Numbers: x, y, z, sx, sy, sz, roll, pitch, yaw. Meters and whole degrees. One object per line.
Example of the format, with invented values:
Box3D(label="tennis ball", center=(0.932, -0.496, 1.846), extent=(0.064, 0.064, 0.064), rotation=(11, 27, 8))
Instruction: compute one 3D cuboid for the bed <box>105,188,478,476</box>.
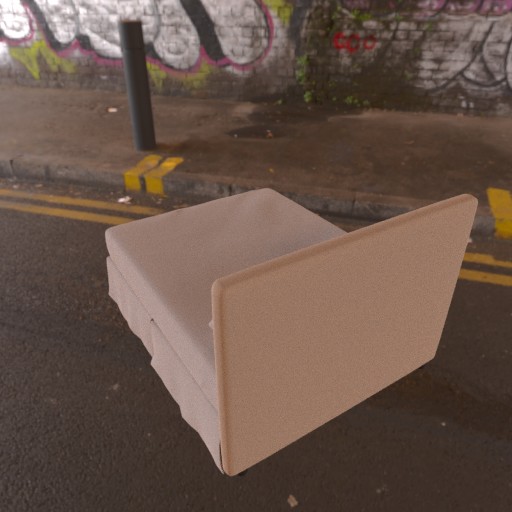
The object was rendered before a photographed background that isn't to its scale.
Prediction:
Box3D(label="bed", center=(0.000, 0.000, 3.213), extent=(1.748, 1.330, 2.142), rotation=(-18, 36, -28))
